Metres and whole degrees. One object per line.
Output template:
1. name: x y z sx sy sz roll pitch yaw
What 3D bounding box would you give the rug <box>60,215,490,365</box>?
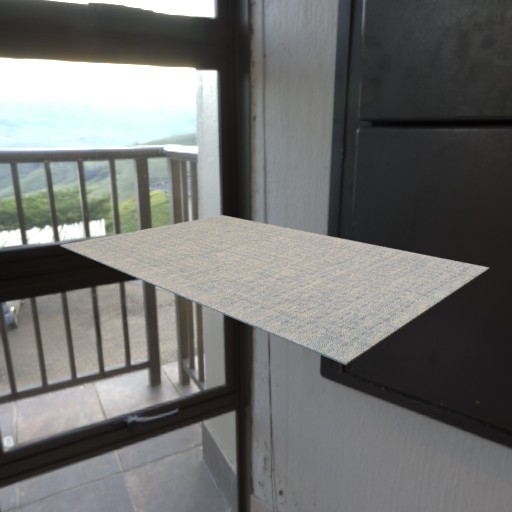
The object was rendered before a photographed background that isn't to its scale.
1. rug: 0.000 0.000 2.137 1.752 0.006 1.142 15 22 42
